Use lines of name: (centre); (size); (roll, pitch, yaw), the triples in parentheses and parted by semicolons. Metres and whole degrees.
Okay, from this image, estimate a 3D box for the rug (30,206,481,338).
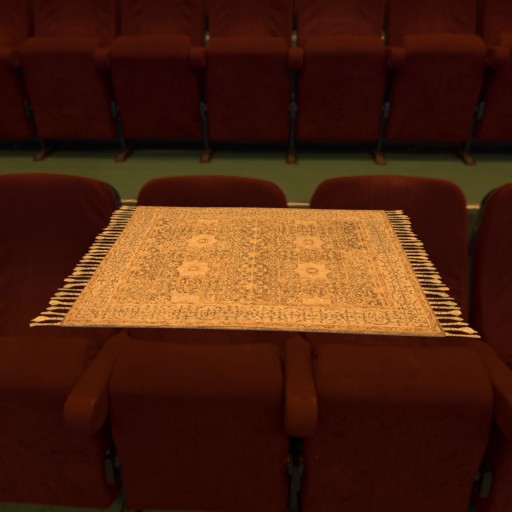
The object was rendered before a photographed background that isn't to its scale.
rug: (0.000, 0.000, 3.086); (2.465, 0.023, 1.619); (1, 31, 2)
